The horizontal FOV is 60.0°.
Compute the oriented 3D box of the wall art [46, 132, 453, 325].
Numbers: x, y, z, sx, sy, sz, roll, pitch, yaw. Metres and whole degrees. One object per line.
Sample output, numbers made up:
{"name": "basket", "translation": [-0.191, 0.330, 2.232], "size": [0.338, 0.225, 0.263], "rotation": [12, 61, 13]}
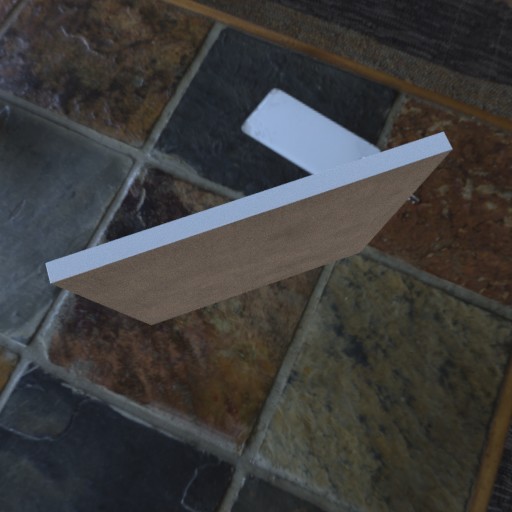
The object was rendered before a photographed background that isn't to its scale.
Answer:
{"name": "wall art", "translation": [0.000, 0.000, 0.695], "size": [0.455, 0.453, 0.023], "rotation": [-19, 77, -5]}
